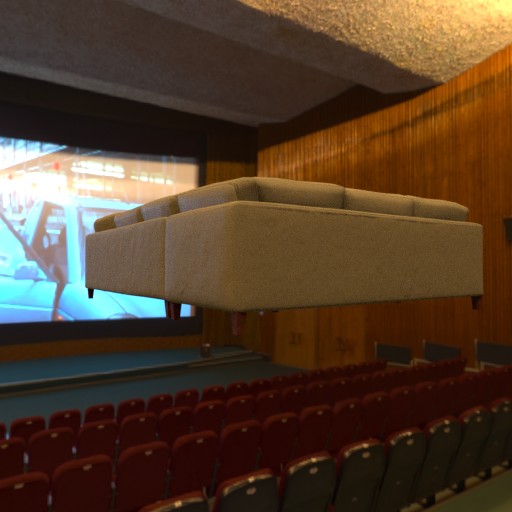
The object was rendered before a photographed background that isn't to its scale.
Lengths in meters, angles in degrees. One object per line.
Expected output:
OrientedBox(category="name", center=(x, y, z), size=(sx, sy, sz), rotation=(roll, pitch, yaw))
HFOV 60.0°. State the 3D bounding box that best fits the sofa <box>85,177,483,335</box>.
OrientedBox(category="sofa", center=(0.000, 0.000, 4.452), size=(2.592, 0.947, 3.301), rotation=(1, -1, -35))
